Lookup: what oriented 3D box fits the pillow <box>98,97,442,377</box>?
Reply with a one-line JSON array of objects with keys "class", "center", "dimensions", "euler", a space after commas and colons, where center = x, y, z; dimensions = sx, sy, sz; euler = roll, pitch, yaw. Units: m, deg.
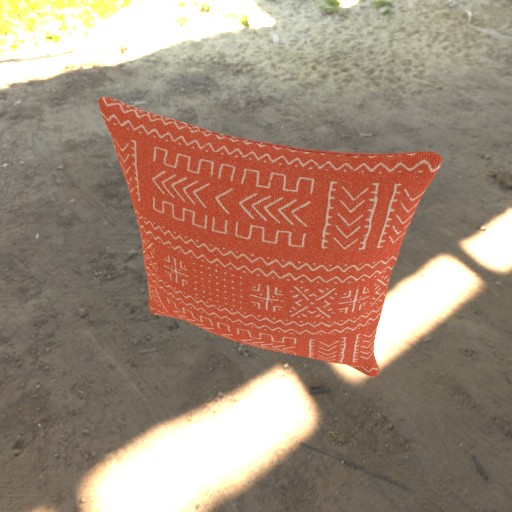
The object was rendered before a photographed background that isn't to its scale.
[{"class": "pillow", "center": [0.000, 0.000, 0.666], "dimensions": [0.438, 0.429, 0.164], "euler": [13, 44, 14]}]
